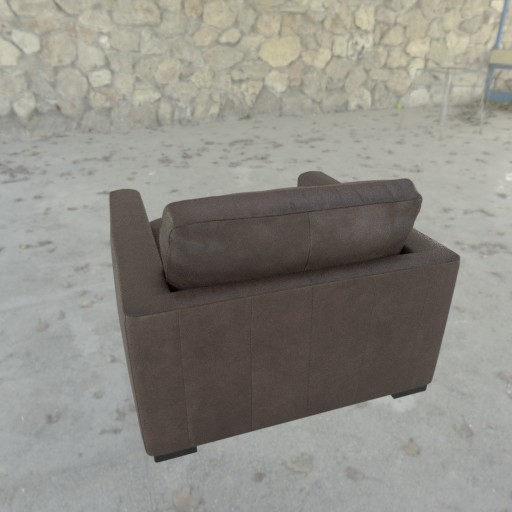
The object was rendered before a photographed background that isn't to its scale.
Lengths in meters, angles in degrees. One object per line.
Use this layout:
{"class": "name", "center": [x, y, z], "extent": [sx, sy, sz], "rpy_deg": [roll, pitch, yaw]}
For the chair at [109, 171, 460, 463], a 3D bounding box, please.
{"class": "chair", "center": [0.000, 0.000, 1.779], "extent": [1.100, 0.812, 1.069], "rpy_deg": [-8, 28, -16]}
